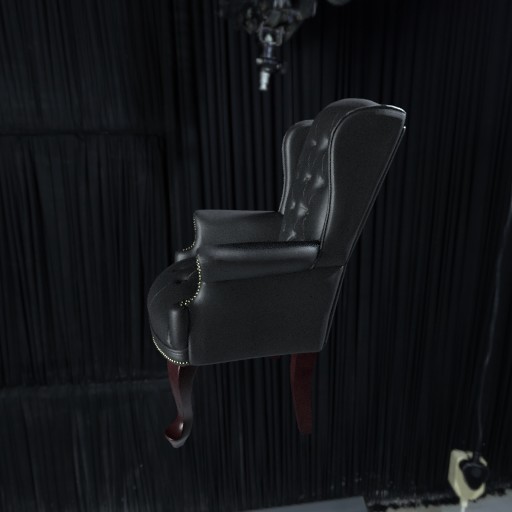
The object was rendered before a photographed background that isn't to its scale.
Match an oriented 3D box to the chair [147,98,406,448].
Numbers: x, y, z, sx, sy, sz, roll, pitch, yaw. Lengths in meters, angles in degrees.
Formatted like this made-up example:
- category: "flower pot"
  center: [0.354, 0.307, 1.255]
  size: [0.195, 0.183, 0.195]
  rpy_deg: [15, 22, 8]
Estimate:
- category: "chair"
  center: [0.000, 0.000, 1.682]
  size: [0.822, 1.133, 0.831]
  rpy_deg: [-2, 14, -8]
